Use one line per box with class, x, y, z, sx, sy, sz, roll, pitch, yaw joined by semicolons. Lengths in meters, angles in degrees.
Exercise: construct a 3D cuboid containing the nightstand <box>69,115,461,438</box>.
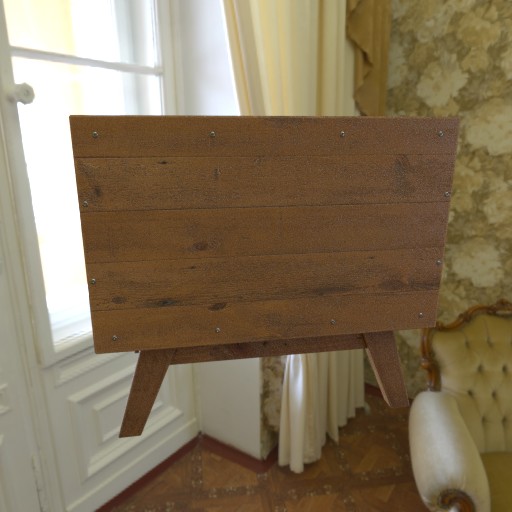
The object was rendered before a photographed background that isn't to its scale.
nightstand;0.000;0.000;1.014;0.650;0.599;0.450;-3;16;-9
